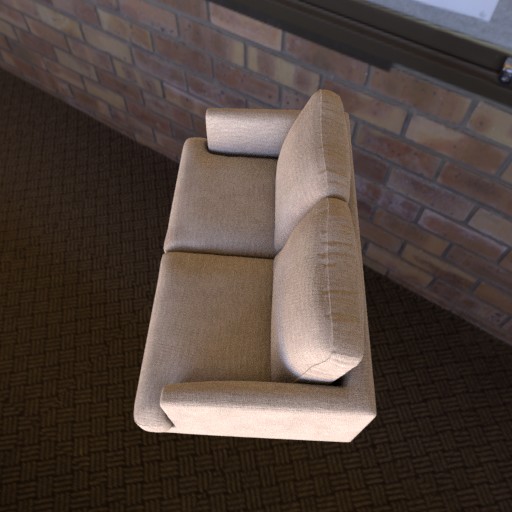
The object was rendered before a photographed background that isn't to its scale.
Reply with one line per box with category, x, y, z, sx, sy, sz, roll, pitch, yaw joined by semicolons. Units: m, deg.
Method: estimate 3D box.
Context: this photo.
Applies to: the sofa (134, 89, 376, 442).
sofa;0.000;0.000;2.114;0.903;0.944;1.582;2;58;1
